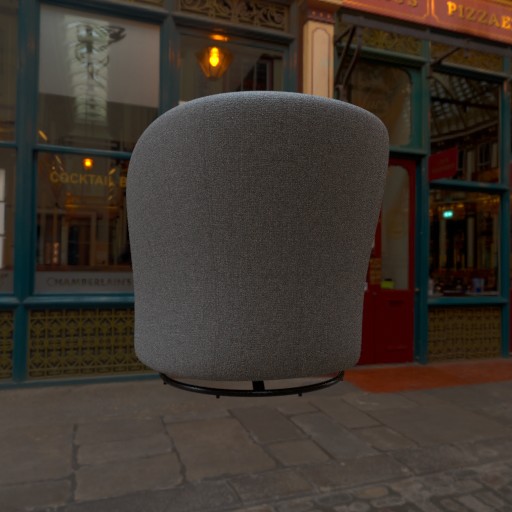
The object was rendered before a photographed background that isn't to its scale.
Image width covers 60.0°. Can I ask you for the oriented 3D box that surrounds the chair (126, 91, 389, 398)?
[{"bbox_3d":[0.000,0.000,1.429,0.791,0.771,0.815,1,-2,-20],"label":"chair"}]
